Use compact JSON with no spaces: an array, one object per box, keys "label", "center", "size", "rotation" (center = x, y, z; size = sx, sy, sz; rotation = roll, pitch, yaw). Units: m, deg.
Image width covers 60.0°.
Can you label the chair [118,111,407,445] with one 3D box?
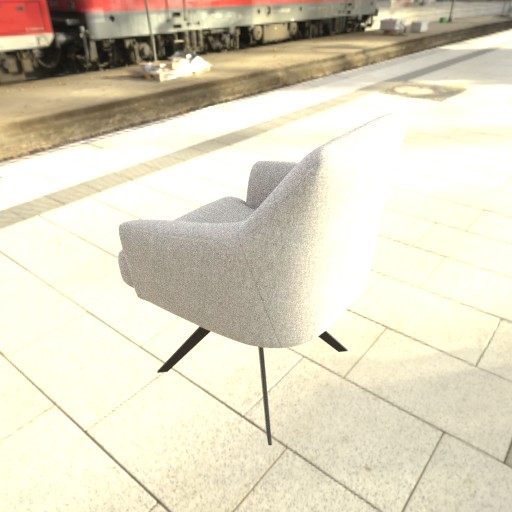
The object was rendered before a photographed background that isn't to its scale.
[{"label":"chair","center":[0.000,0.000,1.343],"size":[0.677,0.874,0.642],"rotation":[21,37,31]}]
